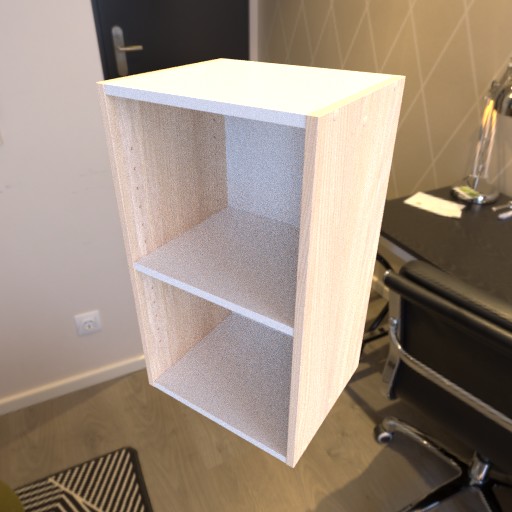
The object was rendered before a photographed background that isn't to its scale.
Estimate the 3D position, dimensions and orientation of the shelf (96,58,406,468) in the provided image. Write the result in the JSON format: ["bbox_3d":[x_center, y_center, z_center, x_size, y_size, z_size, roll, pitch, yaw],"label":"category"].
[{"bbox_3d":[0.000,0.000,0.799,0.350,0.600,0.290,19,36,28],"label":"shelf"}]
